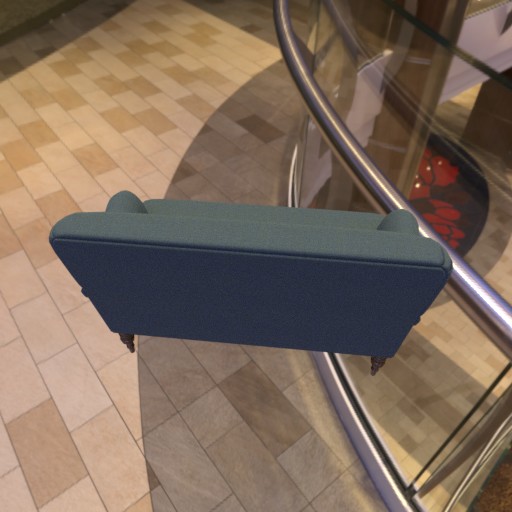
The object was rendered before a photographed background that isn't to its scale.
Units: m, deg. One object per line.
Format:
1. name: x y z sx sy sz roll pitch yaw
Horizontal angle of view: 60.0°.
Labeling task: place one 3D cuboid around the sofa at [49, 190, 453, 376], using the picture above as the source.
1. sofa: 0.000 0.000 1.825 1.297 0.889 0.779 4 47 4
